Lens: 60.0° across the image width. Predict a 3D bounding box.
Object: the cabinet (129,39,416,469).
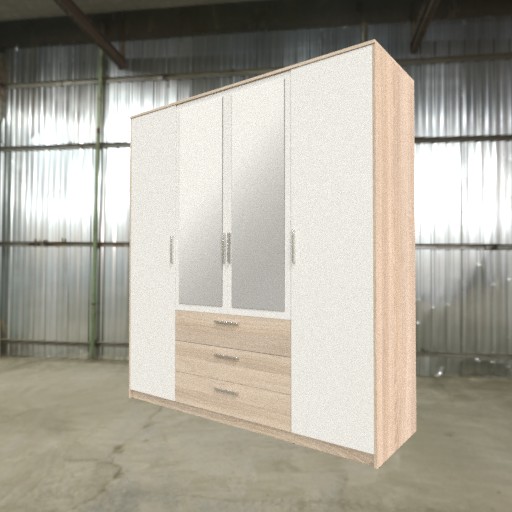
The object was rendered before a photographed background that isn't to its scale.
[{"bbox_3d":[0.000,0.000,2.913,1.870,2.060,0.620,-1,-1,37],"label":"cabinet"}]
